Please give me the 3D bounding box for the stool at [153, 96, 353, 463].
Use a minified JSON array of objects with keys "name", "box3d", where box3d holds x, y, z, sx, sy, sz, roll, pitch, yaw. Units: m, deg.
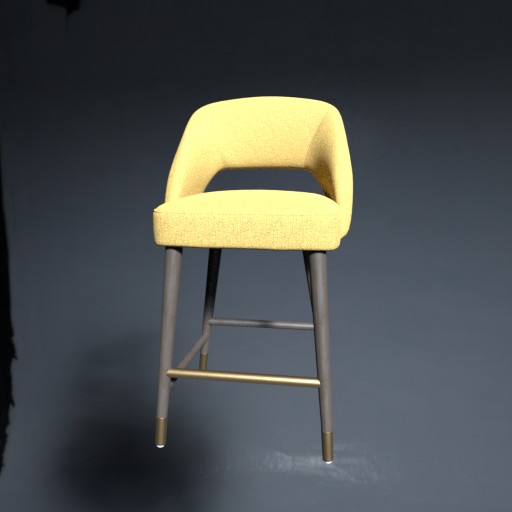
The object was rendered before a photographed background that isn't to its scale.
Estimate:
[{"name":"stool","box3d":[0.000,0.000,1.286,0.536,0.939,0.522,2,12,8]}]
